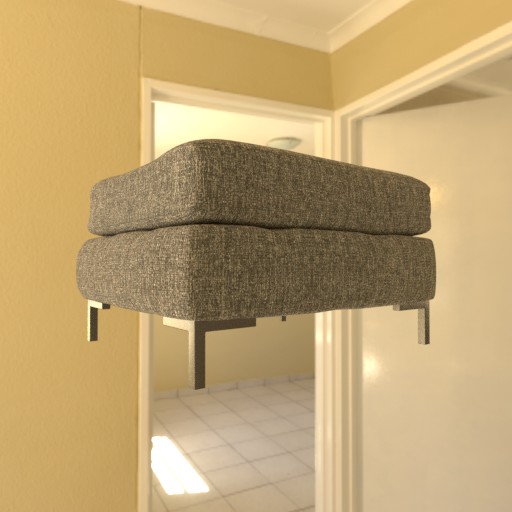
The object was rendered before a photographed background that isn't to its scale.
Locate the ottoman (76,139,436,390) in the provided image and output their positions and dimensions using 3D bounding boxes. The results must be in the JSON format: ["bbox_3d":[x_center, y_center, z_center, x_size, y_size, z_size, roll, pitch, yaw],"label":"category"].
[{"bbox_3d":[0.000,0.000,1.241,0.828,0.480,0.683,1,-1,-37],"label":"ottoman"}]
